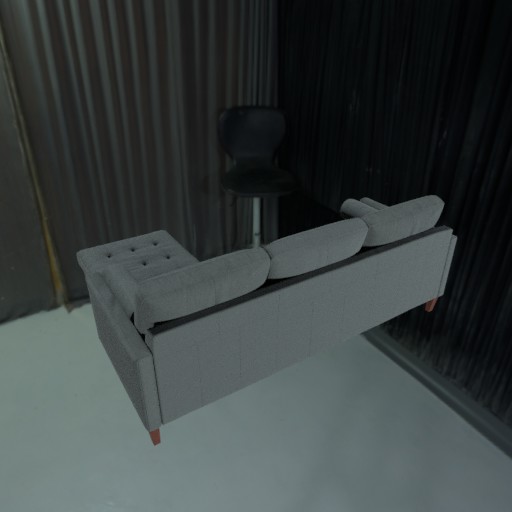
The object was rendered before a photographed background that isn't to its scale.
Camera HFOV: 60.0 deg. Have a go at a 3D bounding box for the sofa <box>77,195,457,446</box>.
[{"bbox_3d":[0.000,0.000,3.001,2.178,0.876,1.506,-17,33,-28],"label":"sofa"}]
